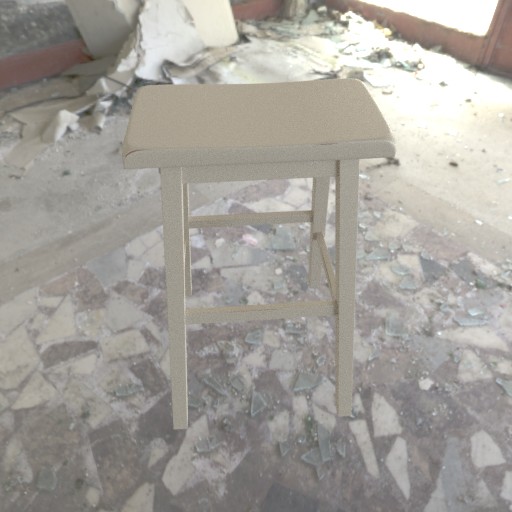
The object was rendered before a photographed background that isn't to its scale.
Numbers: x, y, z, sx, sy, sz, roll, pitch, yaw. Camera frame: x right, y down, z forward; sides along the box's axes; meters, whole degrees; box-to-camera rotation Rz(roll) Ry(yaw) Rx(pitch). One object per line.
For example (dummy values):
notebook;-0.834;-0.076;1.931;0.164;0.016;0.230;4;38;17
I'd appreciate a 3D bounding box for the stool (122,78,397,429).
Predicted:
stool;0.000;0.000;1.048;0.457;0.737;0.476;-3;45;-3
